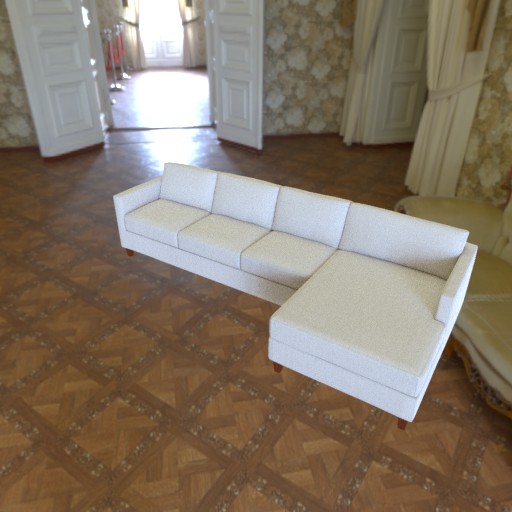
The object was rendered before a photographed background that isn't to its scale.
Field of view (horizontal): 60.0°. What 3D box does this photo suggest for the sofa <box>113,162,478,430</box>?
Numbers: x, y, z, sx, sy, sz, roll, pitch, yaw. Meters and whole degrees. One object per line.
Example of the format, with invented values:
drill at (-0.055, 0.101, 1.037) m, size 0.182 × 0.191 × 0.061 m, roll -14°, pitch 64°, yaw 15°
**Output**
sofa at (0.000, 0.000, 4.106) m, size 3.471 × 0.954 × 1.599 m, roll 18°, pitch 34°, yaw 28°
